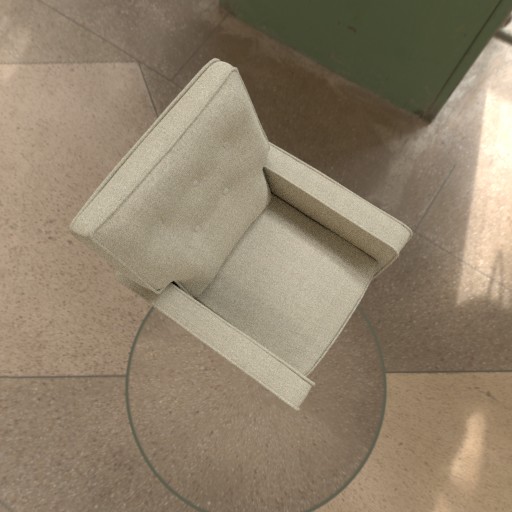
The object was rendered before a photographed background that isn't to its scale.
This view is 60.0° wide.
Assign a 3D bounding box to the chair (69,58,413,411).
[{"bbox_3d":[0.000,0.000,1.441,0.754,0.888,0.648,34,77,9],"label":"chair"}]
